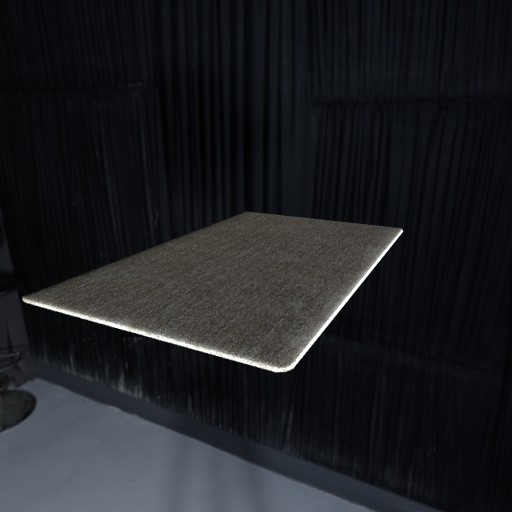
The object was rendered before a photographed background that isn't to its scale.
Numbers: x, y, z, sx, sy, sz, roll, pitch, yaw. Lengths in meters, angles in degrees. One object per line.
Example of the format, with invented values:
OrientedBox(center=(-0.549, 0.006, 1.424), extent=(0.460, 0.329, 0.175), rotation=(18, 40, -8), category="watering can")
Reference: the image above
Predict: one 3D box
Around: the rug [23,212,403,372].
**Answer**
OrientedBox(center=(0.000, 0.000, 3.040), extent=(1.539, 0.024, 2.469), rotation=(9, 20, 26), category="rug")
